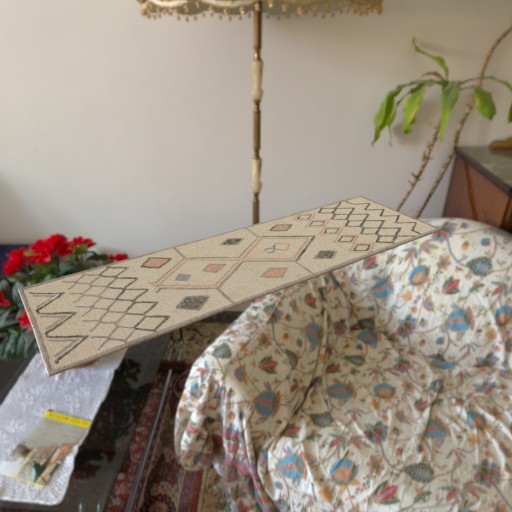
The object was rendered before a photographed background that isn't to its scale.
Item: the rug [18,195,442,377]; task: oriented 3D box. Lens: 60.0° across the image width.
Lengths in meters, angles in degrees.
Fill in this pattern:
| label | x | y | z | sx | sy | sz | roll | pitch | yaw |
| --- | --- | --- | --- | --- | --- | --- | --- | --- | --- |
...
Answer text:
| label | x | y | z | sx | sy | sz | roll | pitch | yaw |
| --- | --- | --- | --- | --- | --- | --- | --- | --- | --- |
| rug | 0.000 | 0.000 | 2.592 | 2.435 | 0.011 | 0.750 | -18 | 33 | -29 |
